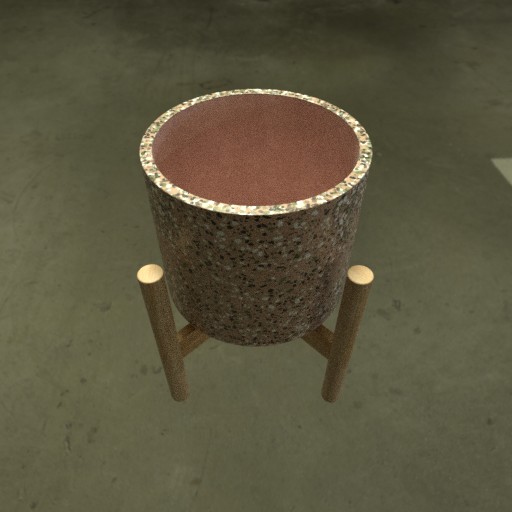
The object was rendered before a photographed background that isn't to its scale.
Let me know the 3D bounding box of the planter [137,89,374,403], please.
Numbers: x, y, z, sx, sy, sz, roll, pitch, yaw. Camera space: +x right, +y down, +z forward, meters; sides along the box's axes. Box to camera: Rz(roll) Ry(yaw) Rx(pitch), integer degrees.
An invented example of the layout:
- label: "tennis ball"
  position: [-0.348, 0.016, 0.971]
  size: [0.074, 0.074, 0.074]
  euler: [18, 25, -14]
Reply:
- label: "planter"
  position: [0.000, 0.000, 0.544]
  size: [0.284, 0.320, 0.284]
  euler: [-16, 48, -15]
